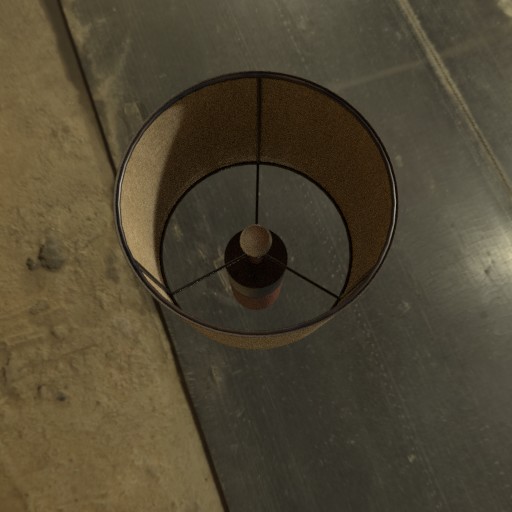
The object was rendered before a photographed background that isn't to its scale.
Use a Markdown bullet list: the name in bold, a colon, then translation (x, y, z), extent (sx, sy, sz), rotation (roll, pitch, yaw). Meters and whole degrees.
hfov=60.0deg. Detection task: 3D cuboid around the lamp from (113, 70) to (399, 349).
- **lamp**: translation (0.000, 0.000, 0.482), extent (0.202, 0.350, 0.202), rotation (0, 75, 0)
